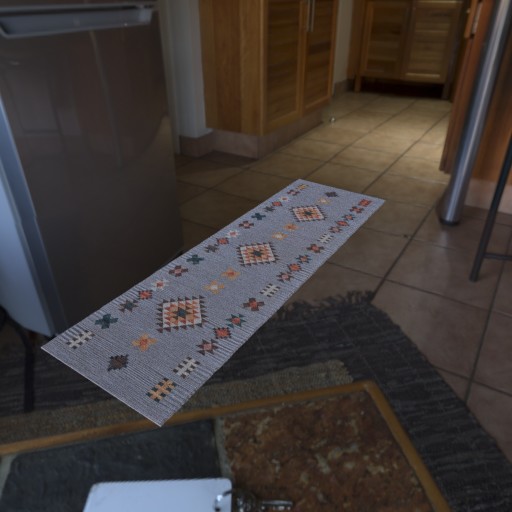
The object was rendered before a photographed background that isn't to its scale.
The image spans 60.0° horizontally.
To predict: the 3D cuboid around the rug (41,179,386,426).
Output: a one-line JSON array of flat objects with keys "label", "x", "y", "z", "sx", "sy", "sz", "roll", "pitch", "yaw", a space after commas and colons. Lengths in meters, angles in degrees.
[{"label": "rug", "x": 0.000, "y": 0.000, "z": 2.725, "sx": 0.766, "sy": 0.008, "sz": 2.432, "roll": 20, "pitch": 37, "yaw": 28}]
